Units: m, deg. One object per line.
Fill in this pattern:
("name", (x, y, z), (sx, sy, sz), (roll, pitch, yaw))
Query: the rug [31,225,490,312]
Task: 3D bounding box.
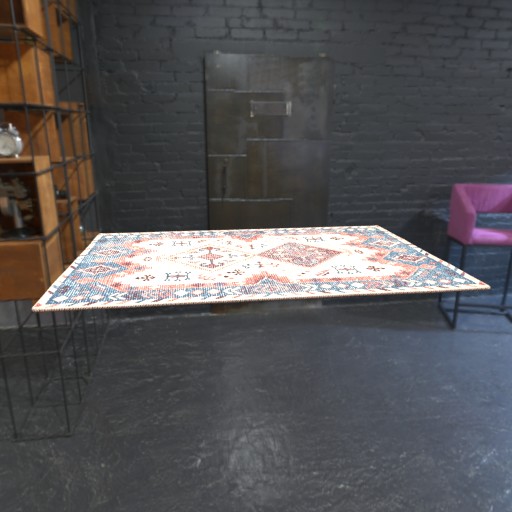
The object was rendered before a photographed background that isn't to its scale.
("rug", (0.000, 0.000, 2.321), (1.840, 0.015, 1.225), (-2, 16, -7))
